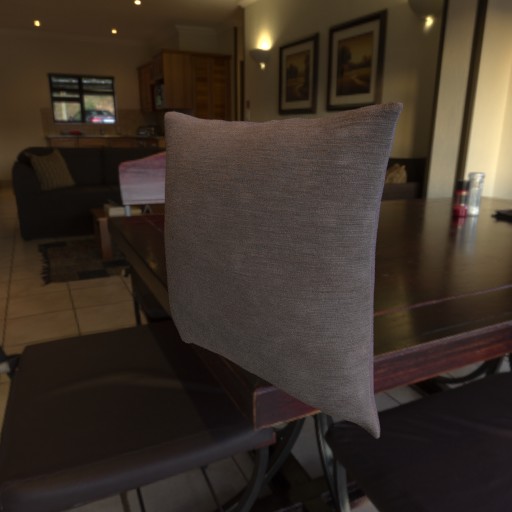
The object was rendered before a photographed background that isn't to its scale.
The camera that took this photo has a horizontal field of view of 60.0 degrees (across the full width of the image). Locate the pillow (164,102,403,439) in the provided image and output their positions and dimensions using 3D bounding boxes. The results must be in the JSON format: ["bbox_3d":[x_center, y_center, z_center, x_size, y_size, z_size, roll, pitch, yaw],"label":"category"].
[{"bbox_3d":[0.000,0.000,0.686,0.452,0.439,0.204,15,22,43],"label":"pillow"}]
